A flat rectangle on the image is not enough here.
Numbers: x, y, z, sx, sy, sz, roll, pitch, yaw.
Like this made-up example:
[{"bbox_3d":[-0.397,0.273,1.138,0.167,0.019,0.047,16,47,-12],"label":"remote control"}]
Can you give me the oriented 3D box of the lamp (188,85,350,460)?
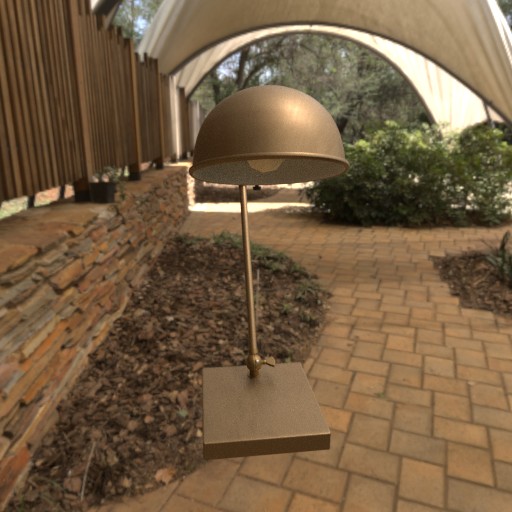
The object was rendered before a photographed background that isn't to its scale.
[{"bbox_3d":[0.000,0.000,0.540,0.149,0.371,0.339,-2,16,-7],"label":"lamp"}]
